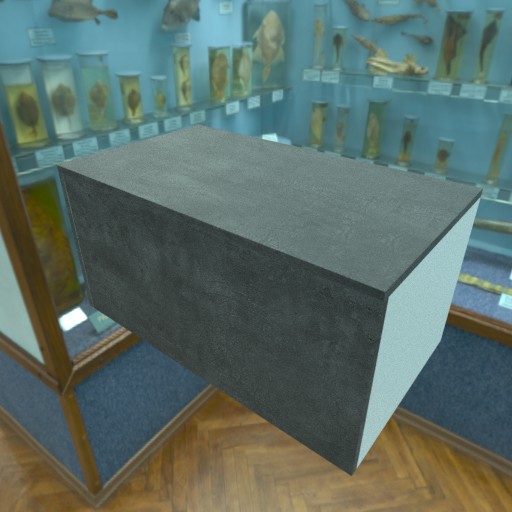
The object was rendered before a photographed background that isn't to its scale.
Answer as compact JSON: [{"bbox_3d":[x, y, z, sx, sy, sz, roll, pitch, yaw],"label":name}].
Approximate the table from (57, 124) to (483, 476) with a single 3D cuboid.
[{"bbox_3d":[0.000,0.000,0.920,0.700,0.350,0.400,22,37,32],"label":"table"}]
